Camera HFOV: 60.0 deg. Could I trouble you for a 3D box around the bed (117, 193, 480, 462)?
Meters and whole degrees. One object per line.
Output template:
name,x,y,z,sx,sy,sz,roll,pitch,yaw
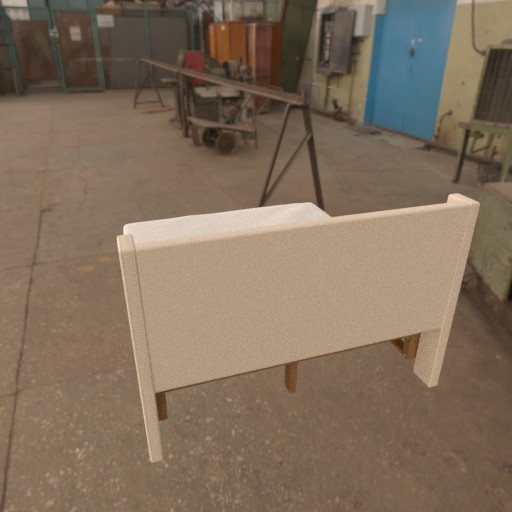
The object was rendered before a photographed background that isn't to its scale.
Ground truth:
bed,0.000,0.000,3.691,2.145,1.471,2.293,-9,28,-17
